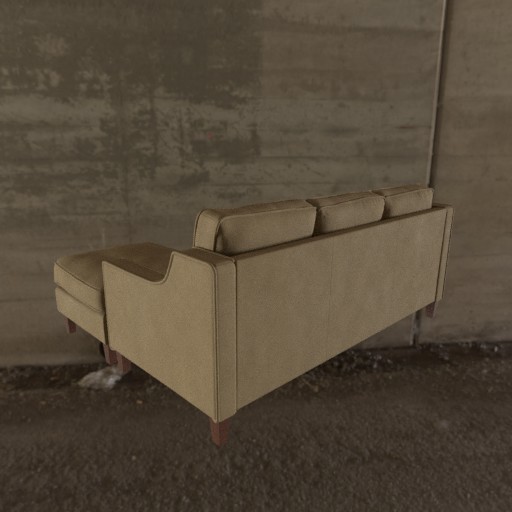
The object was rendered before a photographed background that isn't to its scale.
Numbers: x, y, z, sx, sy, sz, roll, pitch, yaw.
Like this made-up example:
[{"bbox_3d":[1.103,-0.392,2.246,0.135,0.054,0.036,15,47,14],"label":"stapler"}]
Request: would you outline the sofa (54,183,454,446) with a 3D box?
[{"bbox_3d":[0.000,0.000,3.253,2.317,1.066,1.858,-14,21,-42],"label":"sofa"}]
